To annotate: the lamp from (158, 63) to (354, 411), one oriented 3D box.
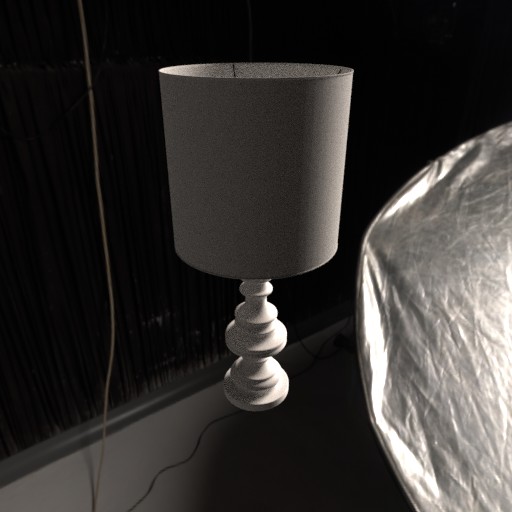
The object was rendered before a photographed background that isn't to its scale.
[{"bbox_3d":[0.000,0.000,0.585,0.208,0.455,0.208,-19,33,-33],"label":"lamp"}]
